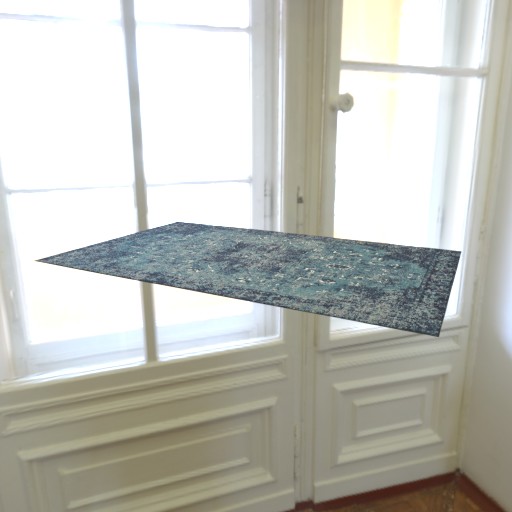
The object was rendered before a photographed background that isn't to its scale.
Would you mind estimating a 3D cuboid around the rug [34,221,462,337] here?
[{"bbox_3d":[0.000,0.000,2.974,2.440,0.007,1.525,8,17,26],"label":"rug"}]
